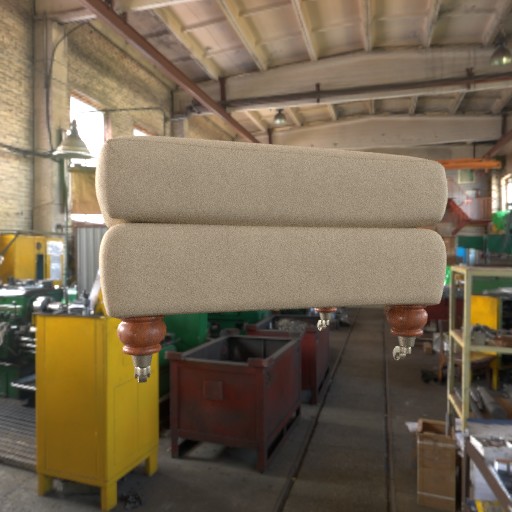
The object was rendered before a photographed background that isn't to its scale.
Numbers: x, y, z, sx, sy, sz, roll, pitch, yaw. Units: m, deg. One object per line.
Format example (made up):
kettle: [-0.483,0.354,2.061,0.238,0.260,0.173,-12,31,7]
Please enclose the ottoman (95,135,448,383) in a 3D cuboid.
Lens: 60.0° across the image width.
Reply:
ottoman: [0.000,0.000,1.150,0.773,0.504,0.569,0,1,-18]
